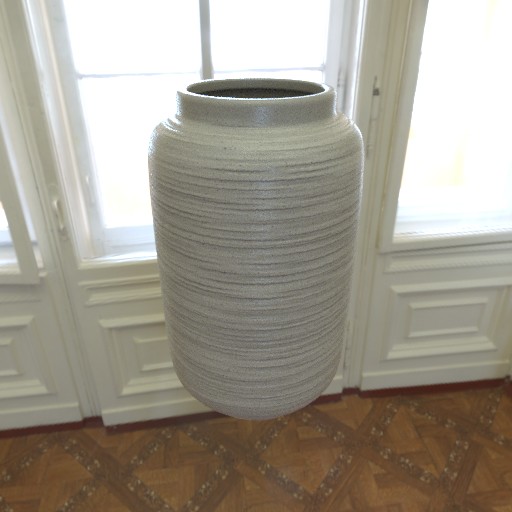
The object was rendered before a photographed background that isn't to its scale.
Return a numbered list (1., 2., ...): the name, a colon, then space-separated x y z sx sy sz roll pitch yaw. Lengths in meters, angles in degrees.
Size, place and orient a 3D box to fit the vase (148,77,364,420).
1. vase: 0.000 0.000 0.466 0.202 0.335 0.202 0 29 0
